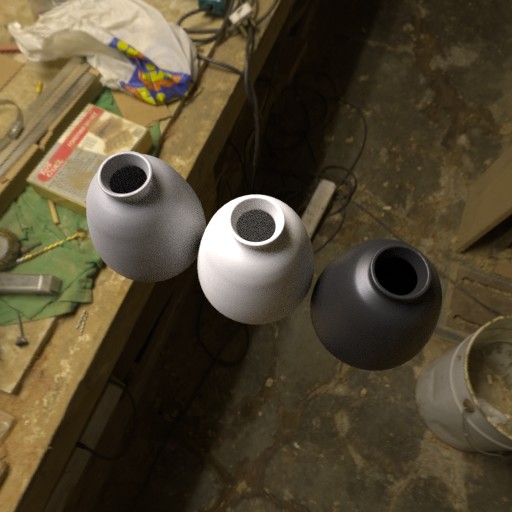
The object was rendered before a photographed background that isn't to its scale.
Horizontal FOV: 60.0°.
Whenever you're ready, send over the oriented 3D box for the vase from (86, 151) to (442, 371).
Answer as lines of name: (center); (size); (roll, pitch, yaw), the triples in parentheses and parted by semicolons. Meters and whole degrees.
vase: (0.000, 0.000, 0.354); (0.297, 0.122, 0.097); (20, 68, 9)
